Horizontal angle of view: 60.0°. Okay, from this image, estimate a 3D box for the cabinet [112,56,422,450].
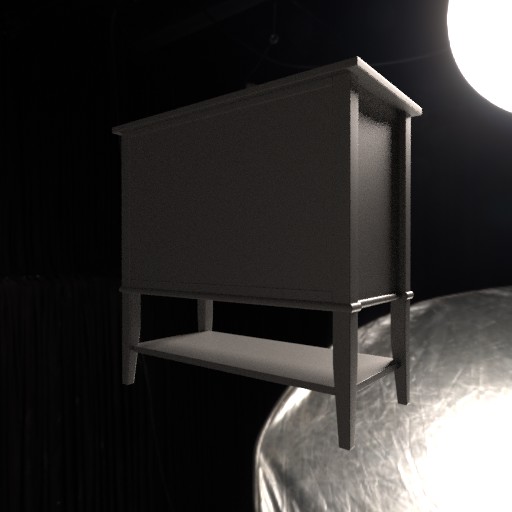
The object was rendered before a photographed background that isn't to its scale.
[{"bbox_3d":[0.000,0.000,1.261,0.801,0.780,0.396,0,1,38],"label":"cabinet"}]
